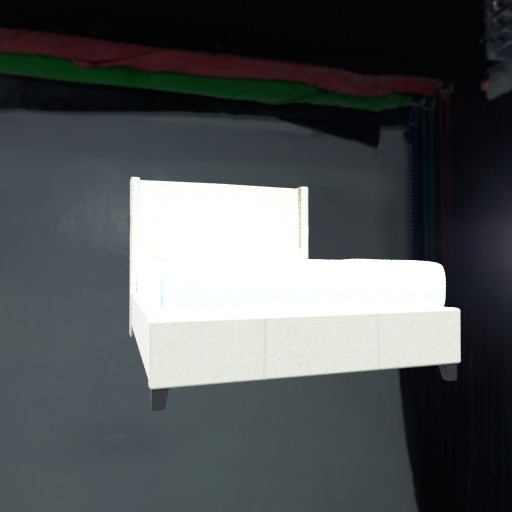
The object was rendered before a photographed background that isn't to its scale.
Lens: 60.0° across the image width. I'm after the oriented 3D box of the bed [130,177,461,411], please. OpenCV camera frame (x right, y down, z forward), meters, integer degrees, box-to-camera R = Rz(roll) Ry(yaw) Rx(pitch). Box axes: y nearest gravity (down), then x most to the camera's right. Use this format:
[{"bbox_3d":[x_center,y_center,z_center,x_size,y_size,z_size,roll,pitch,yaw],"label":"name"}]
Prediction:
[{"bbox_3d":[0.000,0.000,3.399,1.778,1.471,2.293,0,-1,-18],"label":"bed"}]
